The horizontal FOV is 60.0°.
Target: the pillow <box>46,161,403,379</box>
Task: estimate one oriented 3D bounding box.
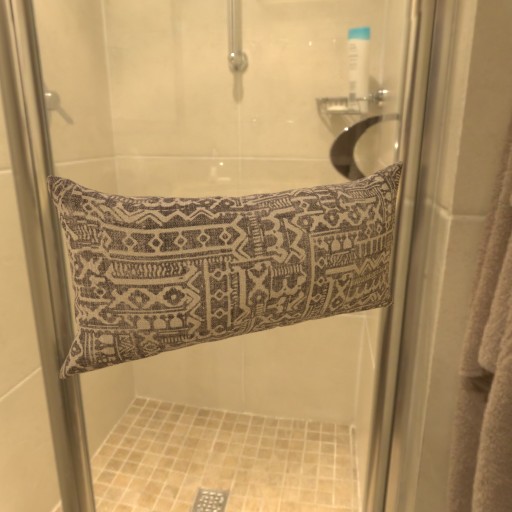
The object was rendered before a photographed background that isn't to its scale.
[{"bbox_3d":[0.000,0.000,0.733,0.631,0.290,0.148,-8,18,-26],"label":"pillow"}]
